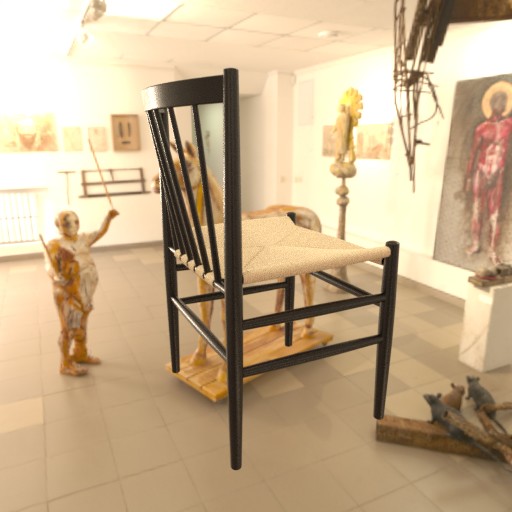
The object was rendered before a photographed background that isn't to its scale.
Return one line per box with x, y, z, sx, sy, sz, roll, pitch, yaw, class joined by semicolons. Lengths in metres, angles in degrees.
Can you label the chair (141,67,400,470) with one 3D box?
0.000;0.000;1.136;0.516;0.818;0.495;-7;17;-25;chair
